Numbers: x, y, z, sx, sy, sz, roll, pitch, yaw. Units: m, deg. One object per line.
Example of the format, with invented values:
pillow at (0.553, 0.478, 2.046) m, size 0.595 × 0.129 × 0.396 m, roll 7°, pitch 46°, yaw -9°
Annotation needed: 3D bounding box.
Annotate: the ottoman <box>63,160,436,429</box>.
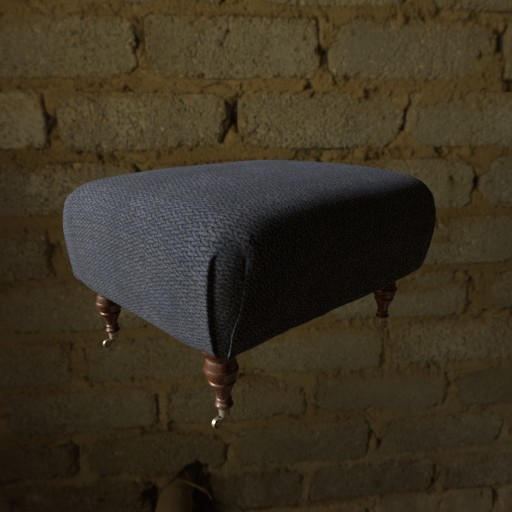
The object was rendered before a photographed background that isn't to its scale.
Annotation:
ottoman at (0.000, 0.000, 1.111) m, size 0.747 × 0.450 × 0.622 m, roll -16°, pitch 23°, yaw -42°
